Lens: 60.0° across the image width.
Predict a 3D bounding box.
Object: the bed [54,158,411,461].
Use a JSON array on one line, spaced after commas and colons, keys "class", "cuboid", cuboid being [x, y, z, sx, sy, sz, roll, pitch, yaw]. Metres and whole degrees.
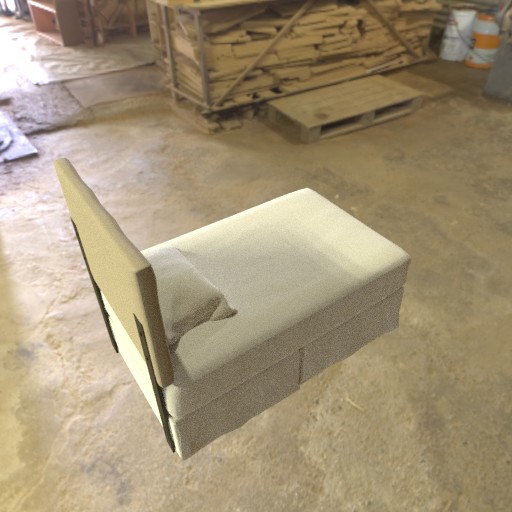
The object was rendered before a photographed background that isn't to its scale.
[{"class": "bed", "cuboid": [0.000, 0.000, 3.033, 1.997, 1.571, 1.261, -24, 46, -26]}]
